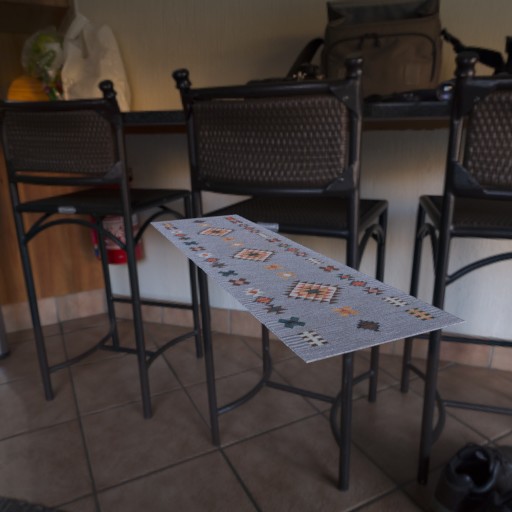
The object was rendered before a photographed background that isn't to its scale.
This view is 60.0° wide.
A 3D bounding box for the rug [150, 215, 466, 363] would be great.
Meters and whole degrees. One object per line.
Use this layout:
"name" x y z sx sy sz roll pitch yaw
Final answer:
"rug" 0.000 0.000 2.721 0.766 0.008 2.432 -8 18 -24
